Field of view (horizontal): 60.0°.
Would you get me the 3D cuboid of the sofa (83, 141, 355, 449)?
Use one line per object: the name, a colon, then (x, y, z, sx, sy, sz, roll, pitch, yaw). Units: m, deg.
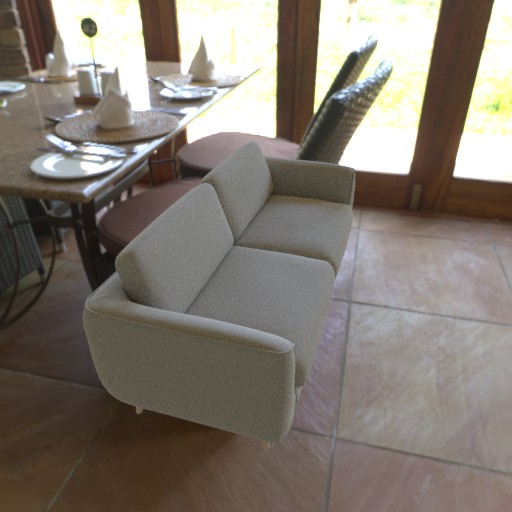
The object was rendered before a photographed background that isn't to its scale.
sofa: (0.000, 0.000, 2.485, 0.920, 0.850, 2.000, 9, 32, 15)
